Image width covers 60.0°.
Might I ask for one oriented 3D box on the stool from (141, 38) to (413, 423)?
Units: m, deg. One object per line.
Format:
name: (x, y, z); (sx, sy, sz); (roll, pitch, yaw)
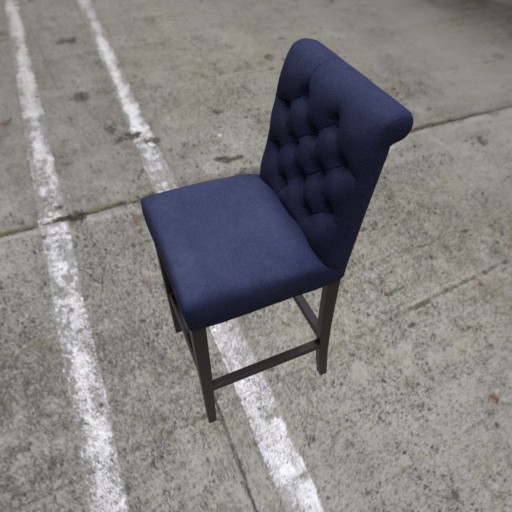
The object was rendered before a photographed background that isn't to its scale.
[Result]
stool: (0.000, 0.000, 1.442); (0.601, 1.140, 0.493); (-18, 50, -16)
